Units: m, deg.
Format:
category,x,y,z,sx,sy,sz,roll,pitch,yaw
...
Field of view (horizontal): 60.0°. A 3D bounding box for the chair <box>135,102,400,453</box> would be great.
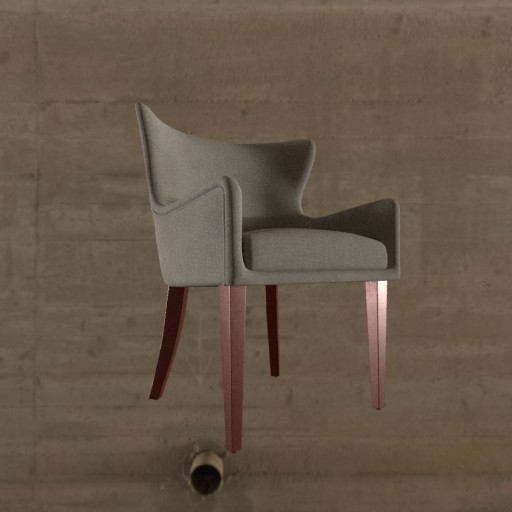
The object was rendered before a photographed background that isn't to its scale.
category,x,y,z,sx,sy,sz,roll,pitch,yaw
chair,0.000,0.000,1.453,0.732,0.948,0.677,1,-1,-36
